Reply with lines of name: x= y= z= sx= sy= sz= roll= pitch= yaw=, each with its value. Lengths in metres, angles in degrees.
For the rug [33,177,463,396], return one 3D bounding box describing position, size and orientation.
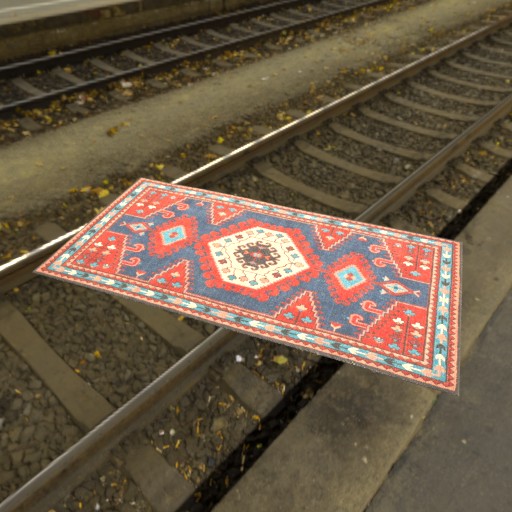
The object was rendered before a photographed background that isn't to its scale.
rug: x=0.000 y=0.000 z=3.473 sx=3.032 sy=0.034 sz=1.522 roll=13 pitch=41 yaw=16
